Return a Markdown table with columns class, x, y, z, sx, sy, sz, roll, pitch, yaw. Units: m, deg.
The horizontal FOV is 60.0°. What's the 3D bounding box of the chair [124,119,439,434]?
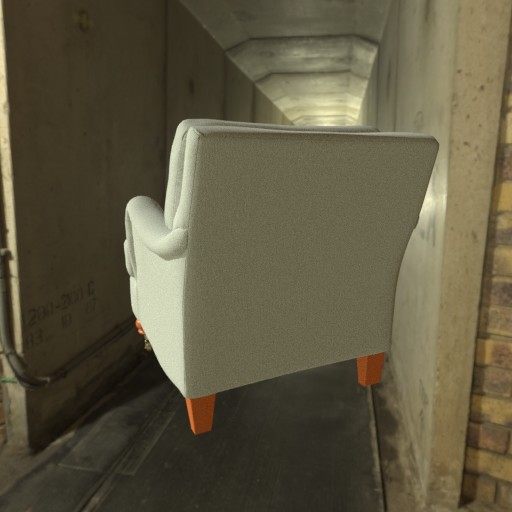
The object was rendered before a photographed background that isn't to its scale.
| class | x | y | z | sx | sy | sz | roll | pitch | yaw |
| --- | --- | --- | --- | --- | --- | --- | --- | --- | --- |
| chair | 0.000 | 0.000 | 1.860 | 0.955 | 1.038 | 1.070 | -6 | 14 | -26 |
